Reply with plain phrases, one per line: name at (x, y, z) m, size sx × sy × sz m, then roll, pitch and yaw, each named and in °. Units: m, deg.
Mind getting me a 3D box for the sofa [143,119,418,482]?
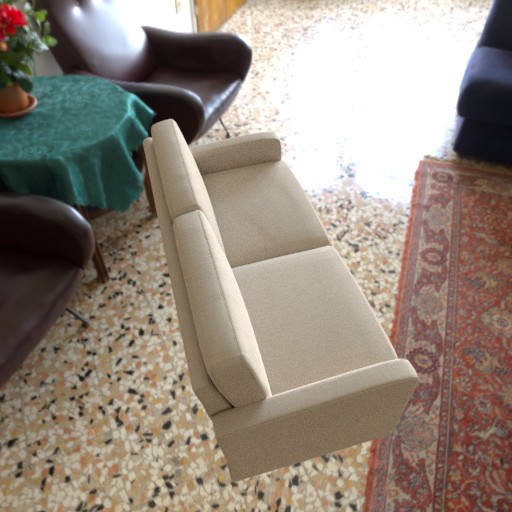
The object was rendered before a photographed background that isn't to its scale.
sofa at (0.000, 0.000, 2.294) m, size 0.894 × 0.831 × 1.808 m, roll -12°, pitch 48°, yaw -11°
